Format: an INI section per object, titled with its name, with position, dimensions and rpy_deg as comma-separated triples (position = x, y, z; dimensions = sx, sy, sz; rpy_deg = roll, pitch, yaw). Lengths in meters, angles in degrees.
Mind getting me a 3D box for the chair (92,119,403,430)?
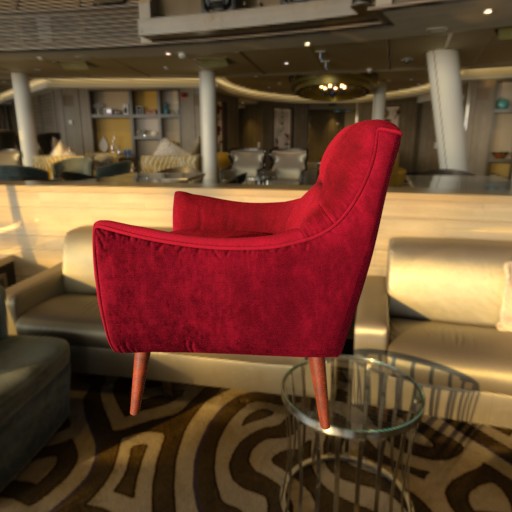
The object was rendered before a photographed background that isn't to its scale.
[chair]
position = 0.000, 0.000, 1.453
dimensions = 0.787, 0.838, 0.762
rpy_deg = 2, 15, 7
